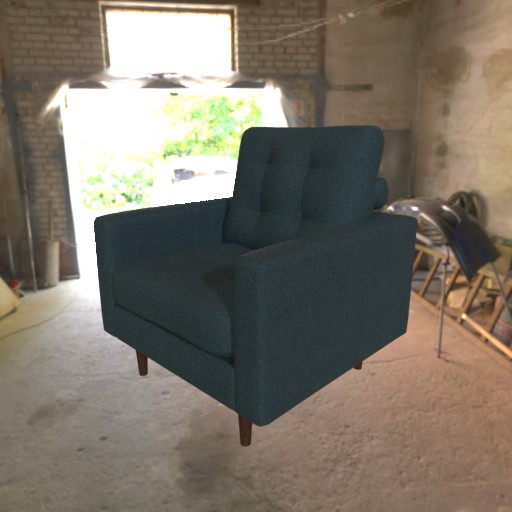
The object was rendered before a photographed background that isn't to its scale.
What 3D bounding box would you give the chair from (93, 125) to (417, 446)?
[{"bbox_3d":[0.000,0.000,1.556,0.821,0.880,0.843,15,21,42],"label":"chair"}]
